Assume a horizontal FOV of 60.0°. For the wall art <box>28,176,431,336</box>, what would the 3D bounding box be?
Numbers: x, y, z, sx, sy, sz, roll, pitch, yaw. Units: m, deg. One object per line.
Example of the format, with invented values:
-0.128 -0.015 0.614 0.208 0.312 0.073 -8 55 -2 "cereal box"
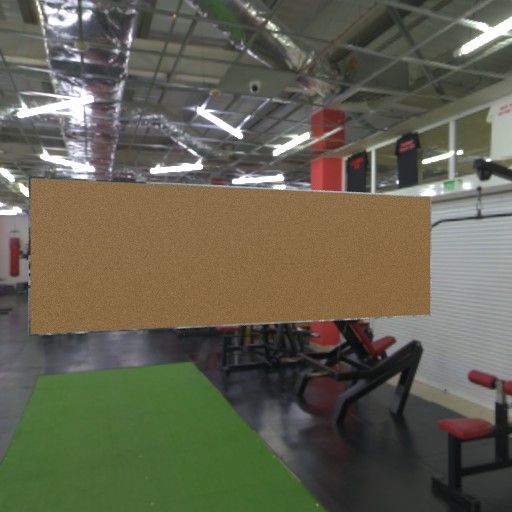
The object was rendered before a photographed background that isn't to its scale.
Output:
0.000 0.000 0.827 0.759 0.251 0.037 0 0 -18 "wall art"
